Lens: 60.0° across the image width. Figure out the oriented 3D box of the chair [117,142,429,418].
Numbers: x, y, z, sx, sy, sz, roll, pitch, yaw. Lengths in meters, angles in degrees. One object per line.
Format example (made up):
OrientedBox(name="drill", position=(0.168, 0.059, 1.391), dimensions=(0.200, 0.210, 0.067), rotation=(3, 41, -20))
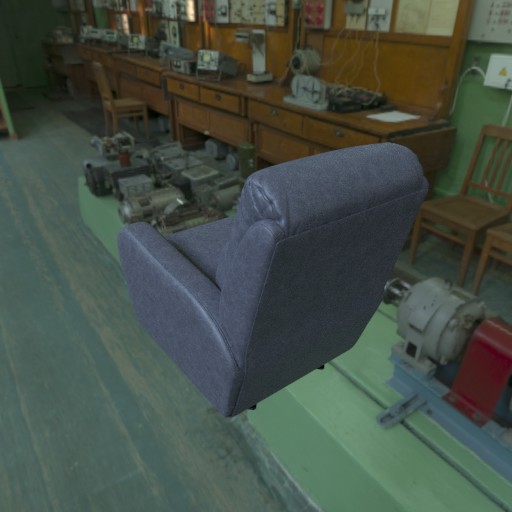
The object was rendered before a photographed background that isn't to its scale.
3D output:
OrientedBox(name="chair", position=(0.000, 0.000, 1.854), dimensions=(0.865, 1.067, 1.067), rotation=(-20, 36, -31))
